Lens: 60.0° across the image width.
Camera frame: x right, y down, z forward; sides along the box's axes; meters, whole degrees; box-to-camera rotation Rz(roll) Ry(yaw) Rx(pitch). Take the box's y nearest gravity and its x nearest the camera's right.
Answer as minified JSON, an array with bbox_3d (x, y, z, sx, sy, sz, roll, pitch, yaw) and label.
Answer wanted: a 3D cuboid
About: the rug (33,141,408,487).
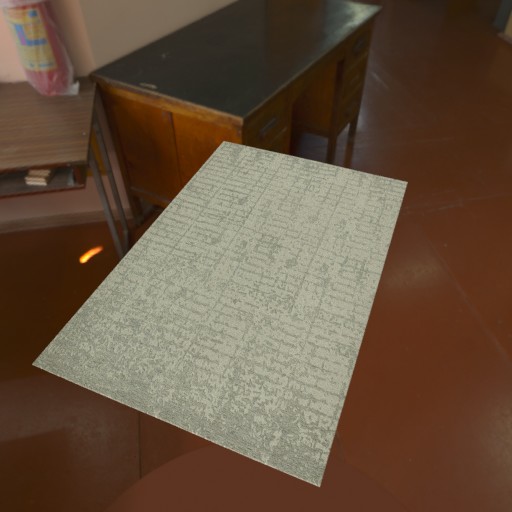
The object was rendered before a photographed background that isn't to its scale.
[{"bbox_3d":[0.000,0.000,2.224,1.211,0.007,1.827,16,48,15],"label":"rug"}]
